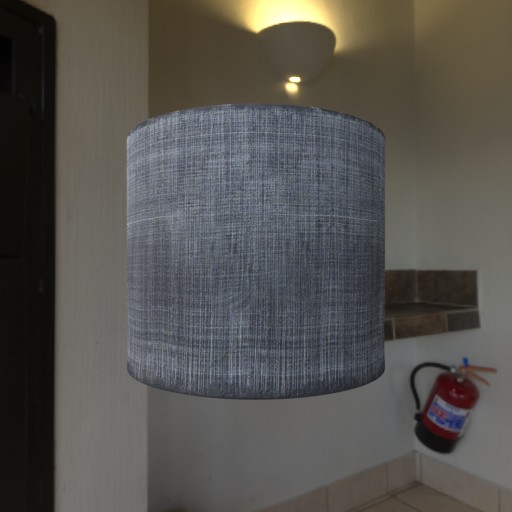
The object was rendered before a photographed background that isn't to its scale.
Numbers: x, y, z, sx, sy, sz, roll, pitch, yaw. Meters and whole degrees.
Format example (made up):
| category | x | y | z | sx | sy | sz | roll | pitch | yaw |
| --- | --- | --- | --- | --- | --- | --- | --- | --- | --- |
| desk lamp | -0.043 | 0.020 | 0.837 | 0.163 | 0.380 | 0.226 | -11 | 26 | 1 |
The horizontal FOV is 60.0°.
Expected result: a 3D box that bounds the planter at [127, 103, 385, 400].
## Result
| category | x | y | z | sx | sy | sz | roll | pitch | yaw |
| --- | --- | --- | --- | --- | --- | --- | --- | --- | --- |
| planter | 0.000 | 0.000 | 0.452 | 0.254 | 0.221 | 0.254 | 0 | -1 | 0 |
